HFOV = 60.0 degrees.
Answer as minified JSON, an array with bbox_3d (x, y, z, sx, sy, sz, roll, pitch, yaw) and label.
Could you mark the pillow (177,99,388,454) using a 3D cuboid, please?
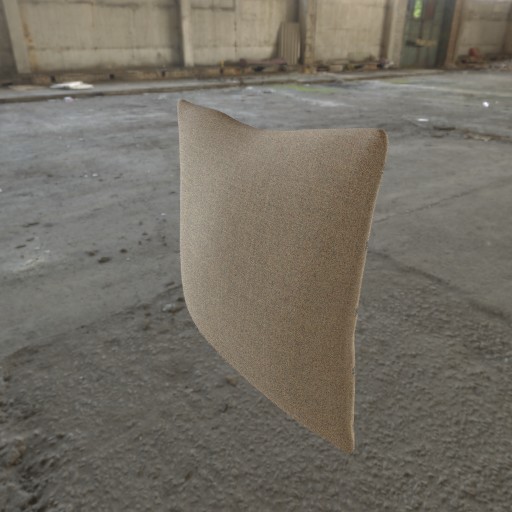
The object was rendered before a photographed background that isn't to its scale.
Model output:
[{"bbox_3d":[0.000,0.000,0.865,0.192,0.558,0.578,-17,31,-31],"label":"pillow"}]
